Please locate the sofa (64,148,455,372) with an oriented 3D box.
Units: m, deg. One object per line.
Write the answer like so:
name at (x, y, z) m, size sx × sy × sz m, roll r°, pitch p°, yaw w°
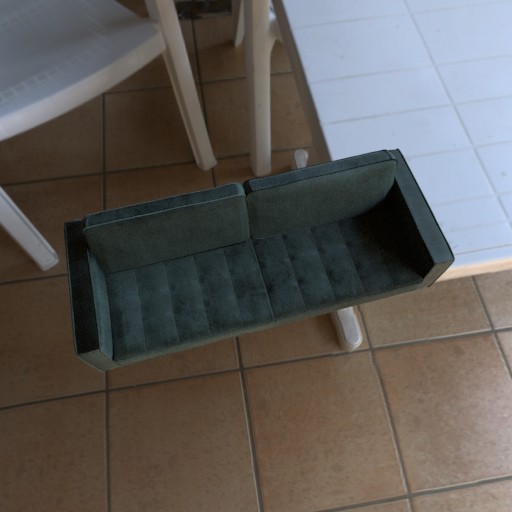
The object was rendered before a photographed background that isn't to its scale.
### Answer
sofa at (0.000, 0.000, 2.791) m, size 2.214 × 0.781 × 0.886 m, roll -14°, pitch 65°, yaw -6°
